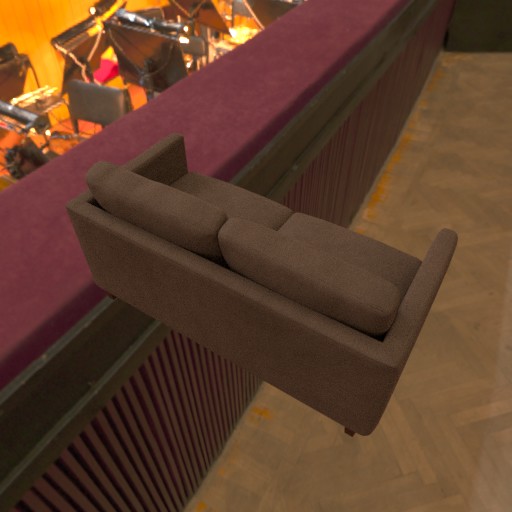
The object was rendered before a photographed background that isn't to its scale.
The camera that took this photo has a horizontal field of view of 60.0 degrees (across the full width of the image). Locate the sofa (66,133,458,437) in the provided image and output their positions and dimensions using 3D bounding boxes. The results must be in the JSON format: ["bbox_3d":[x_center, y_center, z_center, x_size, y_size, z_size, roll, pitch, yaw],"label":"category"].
[{"bbox_3d":[0.000,0.000,2.493,1.884,0.963,0.950,24,50,22],"label":"sofa"}]
